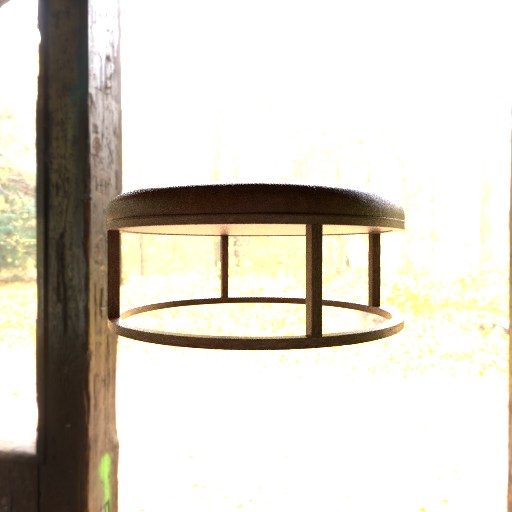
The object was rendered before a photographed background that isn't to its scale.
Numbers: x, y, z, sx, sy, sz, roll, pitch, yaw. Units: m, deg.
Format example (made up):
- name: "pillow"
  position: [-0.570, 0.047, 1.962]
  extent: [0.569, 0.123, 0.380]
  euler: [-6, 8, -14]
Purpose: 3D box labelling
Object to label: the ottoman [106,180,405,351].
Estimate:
- name: "ottoman"
  position: [0.000, 0.000, 1.566]
  extent: [1.006, 0.445, 1.006]
  euler: [0, 1, 0]
